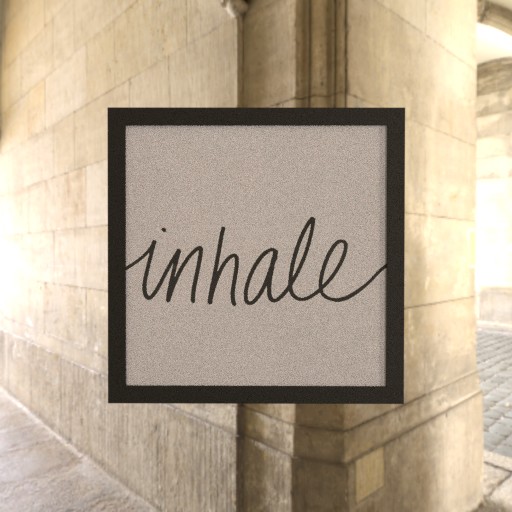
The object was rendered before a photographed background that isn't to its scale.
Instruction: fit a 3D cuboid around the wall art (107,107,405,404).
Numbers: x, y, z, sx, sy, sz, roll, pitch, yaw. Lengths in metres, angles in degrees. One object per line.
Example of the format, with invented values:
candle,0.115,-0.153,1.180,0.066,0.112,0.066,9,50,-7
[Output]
wall art,0.000,0.000,0.538,0.356,0.356,0.013,0,1,0
